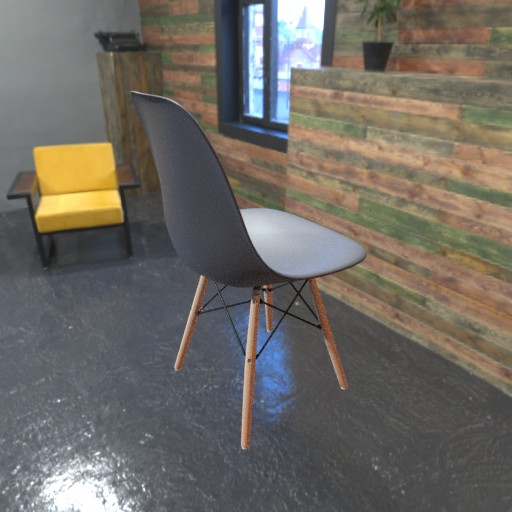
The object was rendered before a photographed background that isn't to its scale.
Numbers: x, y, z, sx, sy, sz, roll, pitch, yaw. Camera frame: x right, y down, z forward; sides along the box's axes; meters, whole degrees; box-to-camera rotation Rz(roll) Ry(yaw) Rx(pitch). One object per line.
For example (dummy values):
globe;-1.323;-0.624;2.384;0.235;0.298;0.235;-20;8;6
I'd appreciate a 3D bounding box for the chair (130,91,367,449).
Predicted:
chair;0.000;0.000;1.151;0.533;0.826;0.470;-17;31;-32
